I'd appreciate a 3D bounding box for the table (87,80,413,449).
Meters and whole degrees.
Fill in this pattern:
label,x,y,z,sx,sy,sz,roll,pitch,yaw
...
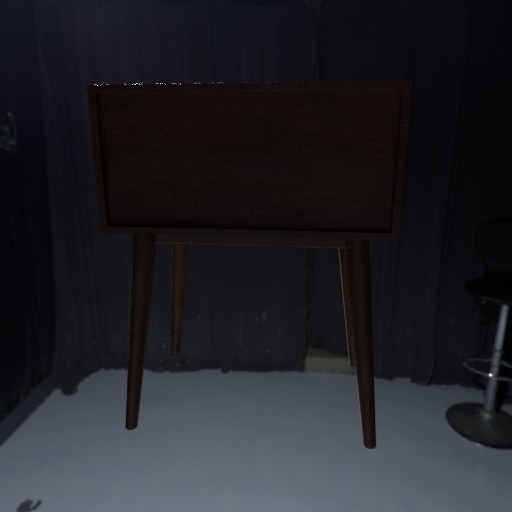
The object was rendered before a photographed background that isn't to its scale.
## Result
label,x,y,z,sx,sy,sz,roll,pitch,yaw
table,0.000,0.000,0.836,0.454,0.580,0.307,2,15,7
